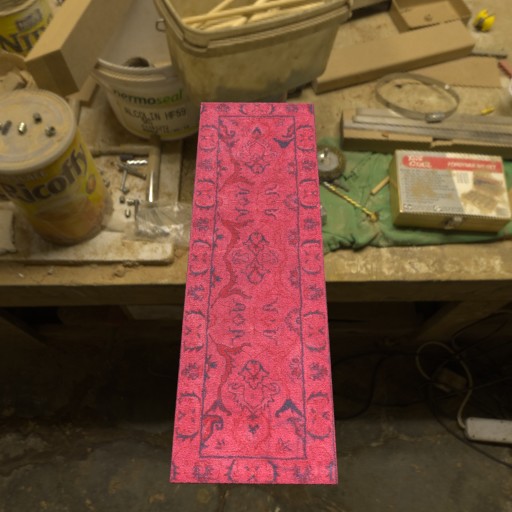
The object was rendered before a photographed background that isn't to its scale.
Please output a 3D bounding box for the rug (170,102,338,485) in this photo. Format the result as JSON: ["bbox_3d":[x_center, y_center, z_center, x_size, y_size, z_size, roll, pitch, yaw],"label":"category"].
[{"bbox_3d":[0.000,0.000,2.664,0.813,0.018,2.439,0,64,0],"label":"rug"}]
